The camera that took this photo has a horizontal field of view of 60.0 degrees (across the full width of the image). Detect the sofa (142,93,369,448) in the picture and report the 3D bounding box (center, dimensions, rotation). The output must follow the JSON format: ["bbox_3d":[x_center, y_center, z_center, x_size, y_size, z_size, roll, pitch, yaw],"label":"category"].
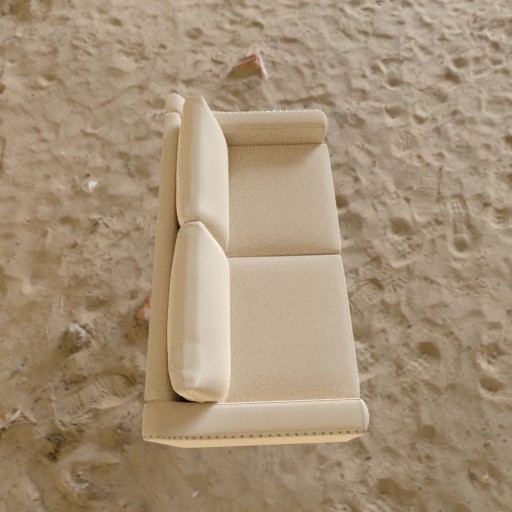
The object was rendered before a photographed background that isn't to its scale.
[{"bbox_3d":[0.000,0.000,2.353,0.949,0.830,1.812,-2,64,-1],"label":"sofa"}]
